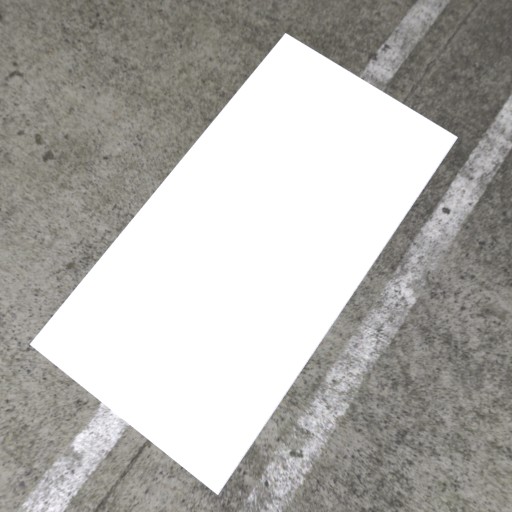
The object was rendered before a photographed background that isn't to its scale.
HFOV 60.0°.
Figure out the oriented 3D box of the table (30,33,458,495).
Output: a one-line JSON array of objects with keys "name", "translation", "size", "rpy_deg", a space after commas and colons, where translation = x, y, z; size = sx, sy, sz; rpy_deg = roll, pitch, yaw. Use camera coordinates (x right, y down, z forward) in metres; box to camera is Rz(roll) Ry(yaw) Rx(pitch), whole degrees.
[{"name": "table", "translation": [0.000, 0.000, 1.335], "size": [0.559, 0.457, 1.067], "rpy_deg": [35, 79, 8]}]
